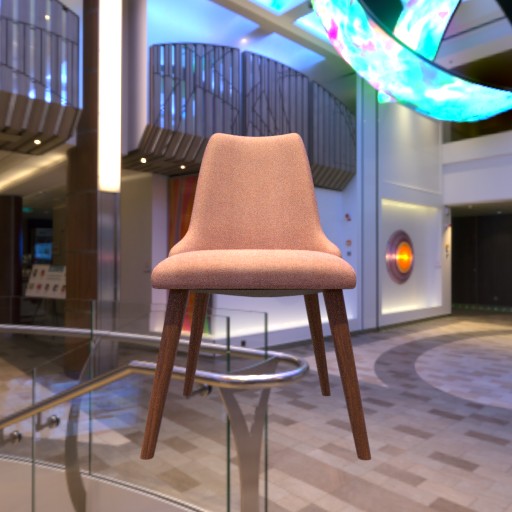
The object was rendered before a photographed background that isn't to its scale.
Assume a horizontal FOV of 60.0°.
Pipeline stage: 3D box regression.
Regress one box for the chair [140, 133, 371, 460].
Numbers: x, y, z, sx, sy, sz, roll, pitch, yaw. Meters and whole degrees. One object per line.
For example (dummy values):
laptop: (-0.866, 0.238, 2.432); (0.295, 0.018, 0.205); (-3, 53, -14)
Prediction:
chair: (0.000, 0.000, 1.344); (0.535, 0.918, 0.707); (0, -1, 1)
